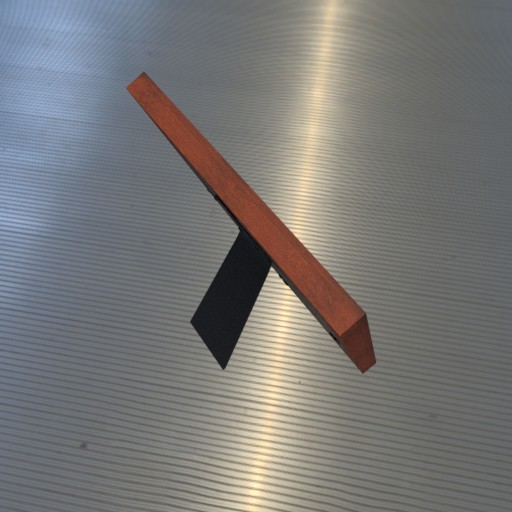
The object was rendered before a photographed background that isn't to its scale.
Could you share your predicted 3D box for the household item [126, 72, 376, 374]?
[{"bbox_3d":[0.000,0.000,0.387,0.131,0.240,0.240,-32,64,-18],"label":"household item"}]
